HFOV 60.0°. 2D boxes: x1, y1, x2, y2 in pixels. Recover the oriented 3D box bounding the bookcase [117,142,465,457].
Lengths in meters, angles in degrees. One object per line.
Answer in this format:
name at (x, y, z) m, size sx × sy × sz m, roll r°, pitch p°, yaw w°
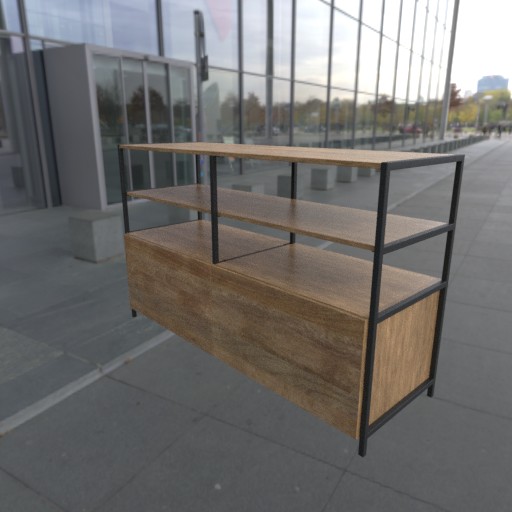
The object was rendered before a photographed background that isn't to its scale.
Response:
bookcase at (0.000, 0.000, 1.507) m, size 0.391 × 0.712 × 1.149 m, roll -15°, pitch 22°, yaw -41°
